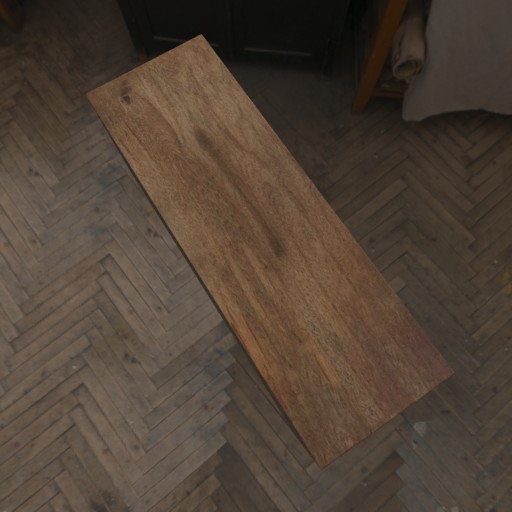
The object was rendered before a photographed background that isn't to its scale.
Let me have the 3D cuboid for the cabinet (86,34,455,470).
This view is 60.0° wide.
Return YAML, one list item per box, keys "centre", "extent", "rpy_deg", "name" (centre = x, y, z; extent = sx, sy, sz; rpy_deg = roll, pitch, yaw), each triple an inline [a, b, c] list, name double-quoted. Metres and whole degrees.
- centre: [0.000, 0.000, 1.753]
  extent: [0.480, 0.812, 1.373]
  rpy_deg: [-32, 76, -9]
  name: "cabinet"
